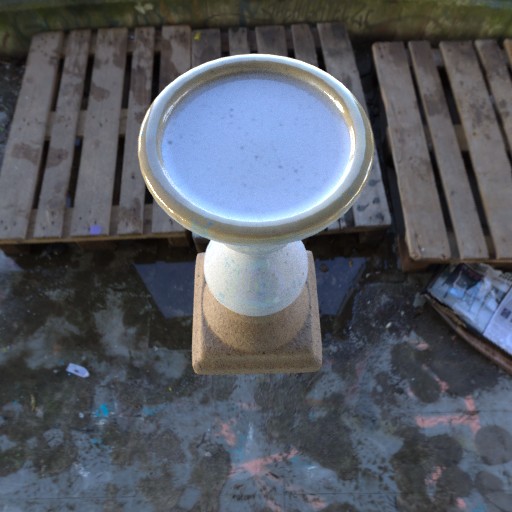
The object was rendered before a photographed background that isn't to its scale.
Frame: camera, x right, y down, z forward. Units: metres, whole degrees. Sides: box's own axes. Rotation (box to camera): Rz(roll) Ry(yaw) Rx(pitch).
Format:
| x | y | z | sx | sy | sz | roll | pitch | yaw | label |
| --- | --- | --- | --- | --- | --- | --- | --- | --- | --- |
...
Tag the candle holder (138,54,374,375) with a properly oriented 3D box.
| x | y | z | sx | sy | sz | roll | pitch | yaw | label |
| --- | --- | --- | --- | --- | --- | --- | --- | --- | --- |
| 0.000 | 0.000 | 0.297 | 0.110 | 0.239 | 0.110 | -1 | 64 | -1 | candle holder |
